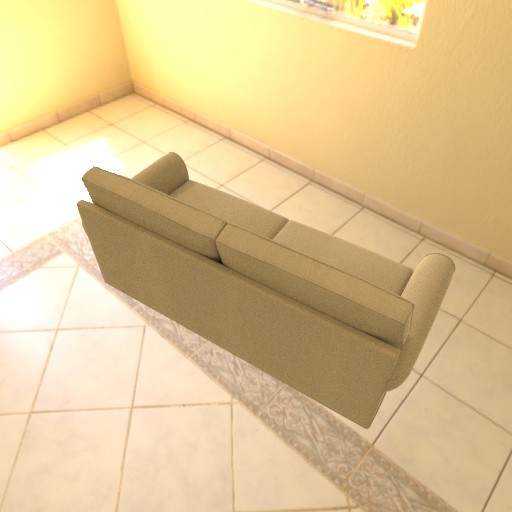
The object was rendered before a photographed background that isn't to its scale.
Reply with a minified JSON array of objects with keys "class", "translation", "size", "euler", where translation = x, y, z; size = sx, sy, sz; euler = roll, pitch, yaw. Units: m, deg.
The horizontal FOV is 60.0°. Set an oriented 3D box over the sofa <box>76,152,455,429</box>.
[{"class":"sofa","translation":[0.000,0.000,2.736],"size":[2.146,0.962,0.901],"euler":[24,50,22]}]
